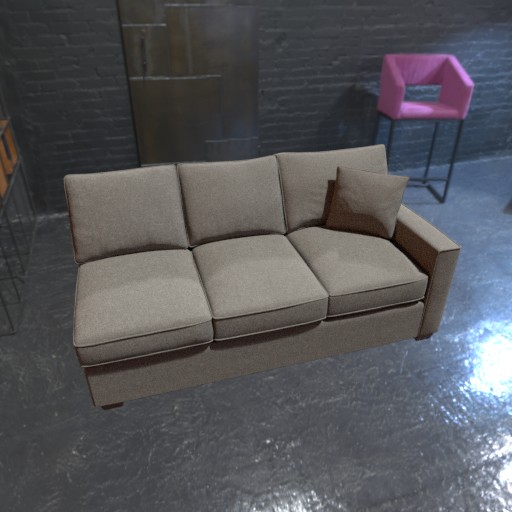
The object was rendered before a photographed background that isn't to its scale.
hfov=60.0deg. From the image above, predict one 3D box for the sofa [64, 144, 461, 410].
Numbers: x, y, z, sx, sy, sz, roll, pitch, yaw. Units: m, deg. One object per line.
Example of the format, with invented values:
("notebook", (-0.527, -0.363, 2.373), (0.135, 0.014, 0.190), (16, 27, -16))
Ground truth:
("sofa", (0.000, 0.000, 2.548), (1.963, 0.946, 1.034), (-9, 32, -14))
